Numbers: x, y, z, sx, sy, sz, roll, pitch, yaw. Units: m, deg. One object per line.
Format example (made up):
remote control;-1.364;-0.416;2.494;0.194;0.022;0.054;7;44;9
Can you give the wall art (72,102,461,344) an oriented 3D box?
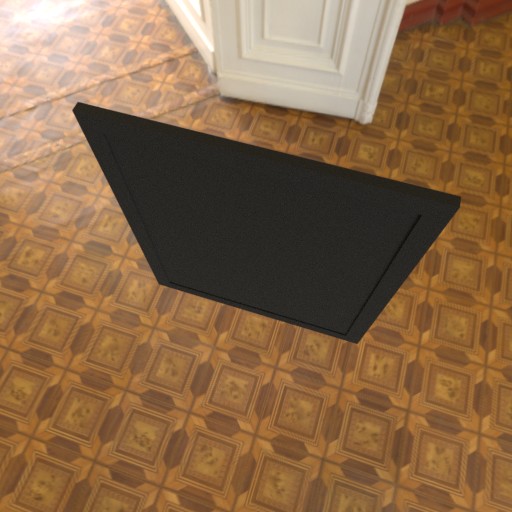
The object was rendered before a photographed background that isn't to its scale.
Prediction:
wall art;0.000;0.000;0.503;0.311;0.361;0.010;16;64;8
